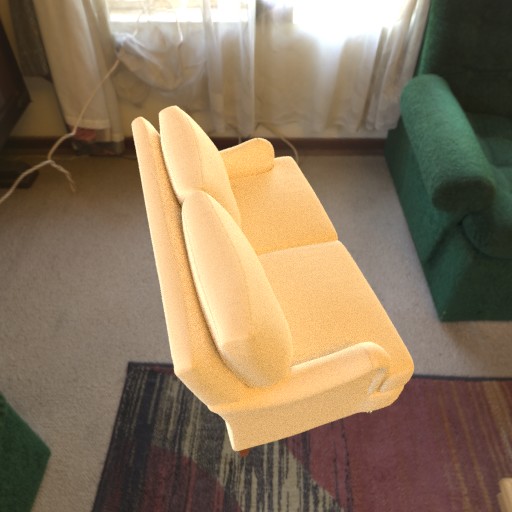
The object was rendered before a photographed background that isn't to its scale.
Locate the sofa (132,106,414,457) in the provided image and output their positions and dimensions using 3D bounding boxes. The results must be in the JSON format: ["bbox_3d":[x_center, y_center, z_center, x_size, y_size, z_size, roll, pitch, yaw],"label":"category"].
[{"bbox_3d":[0.000,0.000,2.542,1.084,1.101,1.853,-12,48,-11],"label":"sofa"}]
